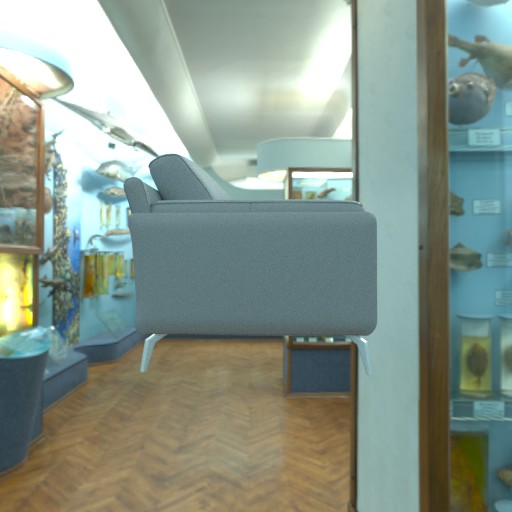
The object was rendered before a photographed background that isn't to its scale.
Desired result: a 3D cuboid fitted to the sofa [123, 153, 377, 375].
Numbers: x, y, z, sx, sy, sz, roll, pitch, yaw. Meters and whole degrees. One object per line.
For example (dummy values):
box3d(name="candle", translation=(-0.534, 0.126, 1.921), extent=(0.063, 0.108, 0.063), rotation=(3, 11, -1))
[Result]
box3d(name="sofa", translation=(0.000, 0.000, 2.669), extent=(0.969, 0.900, 2.100), rotation=(0, -1, 2))
